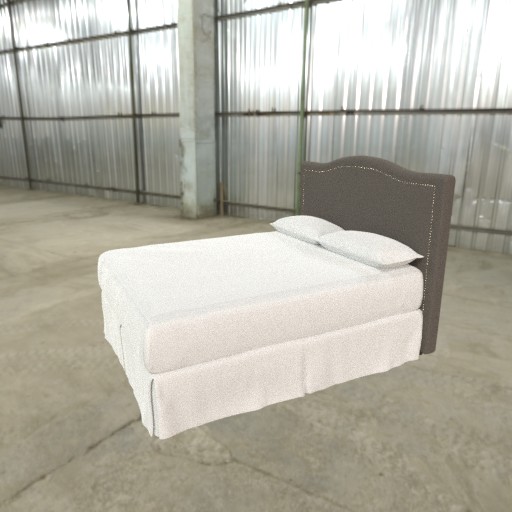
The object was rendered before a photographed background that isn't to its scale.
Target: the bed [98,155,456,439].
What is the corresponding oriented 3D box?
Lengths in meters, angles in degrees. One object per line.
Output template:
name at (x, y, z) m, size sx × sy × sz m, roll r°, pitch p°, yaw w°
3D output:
bed at (0.000, 0.000, 3.227) m, size 2.036 × 1.387 × 1.666 m, roll -8°, pitch 17°, yaw -27°
